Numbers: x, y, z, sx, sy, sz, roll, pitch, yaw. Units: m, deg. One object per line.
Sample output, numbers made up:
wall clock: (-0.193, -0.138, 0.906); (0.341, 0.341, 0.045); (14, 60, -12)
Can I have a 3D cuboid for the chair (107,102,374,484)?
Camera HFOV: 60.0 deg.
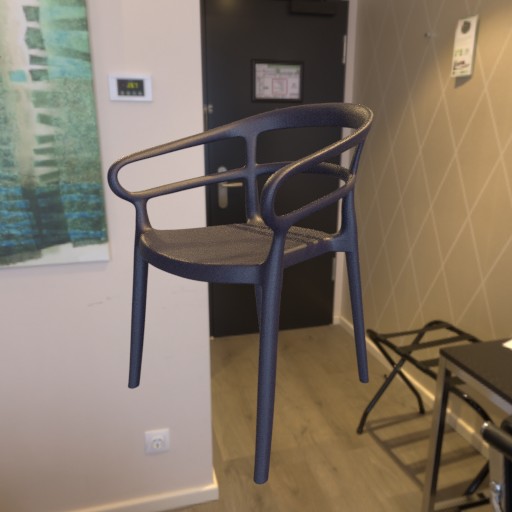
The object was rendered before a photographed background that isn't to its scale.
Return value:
chair: (0.000, 0.000, 1.128); (0.559, 0.761, 0.527); (15, 21, 43)
